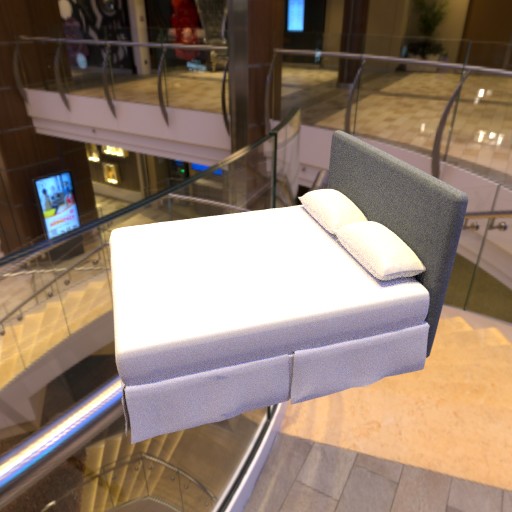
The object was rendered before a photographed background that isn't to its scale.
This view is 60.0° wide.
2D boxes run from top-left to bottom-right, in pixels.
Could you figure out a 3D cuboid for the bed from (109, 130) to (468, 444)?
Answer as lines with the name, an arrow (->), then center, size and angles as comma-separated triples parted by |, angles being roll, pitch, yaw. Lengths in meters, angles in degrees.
bed -> 0.000, 0.000, 3.262 | 2.142, 1.330, 1.723 | -9, 30, -15
